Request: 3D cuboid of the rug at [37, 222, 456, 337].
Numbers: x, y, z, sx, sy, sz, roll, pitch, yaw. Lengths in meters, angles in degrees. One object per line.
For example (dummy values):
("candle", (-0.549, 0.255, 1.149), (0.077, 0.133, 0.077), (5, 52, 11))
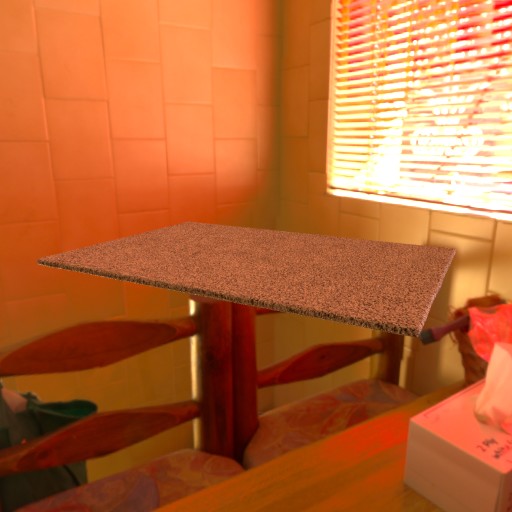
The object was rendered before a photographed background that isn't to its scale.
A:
("rug", (0.000, 0.000, 2.262), (1.778, 0.030, 1.219), (8, 16, 28))
